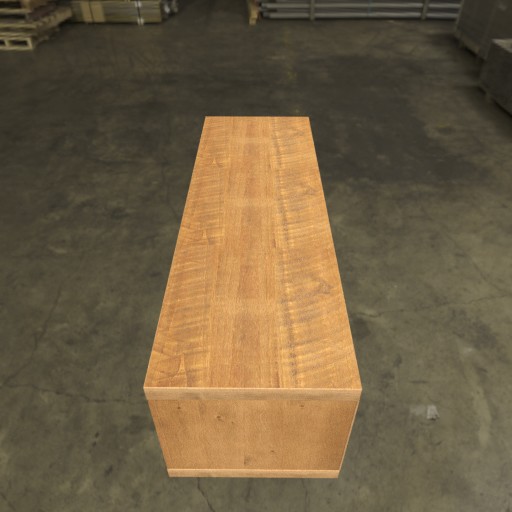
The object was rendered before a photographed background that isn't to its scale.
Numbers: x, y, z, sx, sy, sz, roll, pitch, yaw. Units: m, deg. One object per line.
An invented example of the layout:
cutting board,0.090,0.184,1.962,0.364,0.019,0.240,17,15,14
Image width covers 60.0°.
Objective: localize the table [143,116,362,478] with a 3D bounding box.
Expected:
table,0.000,0.000,1.733,0.499,0.491,1.499,0,41,0
